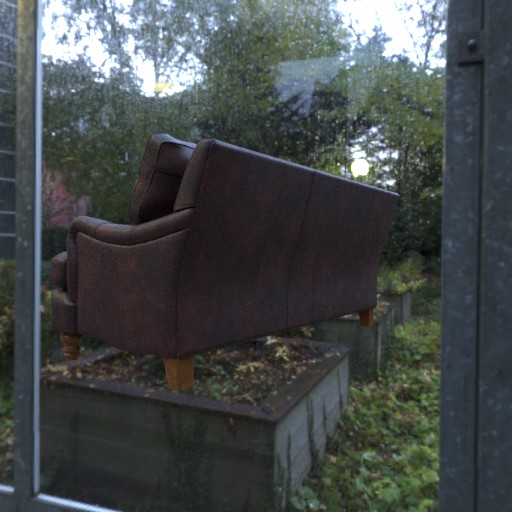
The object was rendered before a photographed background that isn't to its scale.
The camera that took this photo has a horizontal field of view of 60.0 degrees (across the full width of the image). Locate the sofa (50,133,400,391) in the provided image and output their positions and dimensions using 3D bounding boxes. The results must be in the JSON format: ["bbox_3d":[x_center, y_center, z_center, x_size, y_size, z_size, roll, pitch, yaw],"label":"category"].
[{"bbox_3d":[0.000,0.000,2.804,1.147,1.071,2.144,1,1,37],"label":"sofa"}]
